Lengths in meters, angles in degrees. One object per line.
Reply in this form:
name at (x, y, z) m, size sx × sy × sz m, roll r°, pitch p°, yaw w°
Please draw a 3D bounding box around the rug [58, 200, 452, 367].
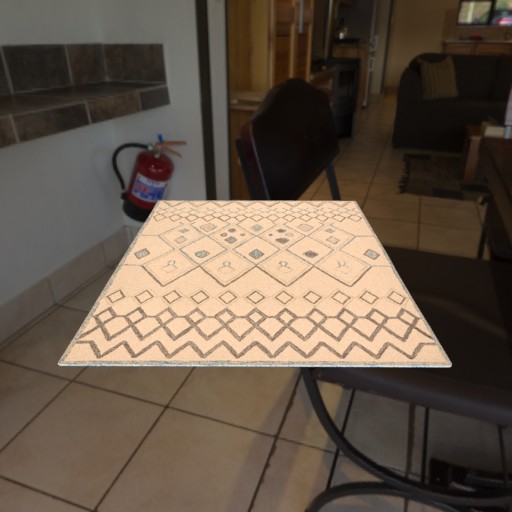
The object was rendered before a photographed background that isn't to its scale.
rug at (0.000, 0.000, 4.100) m, size 2.441 × 0.013 × 3.056 m, roll 0°, pitch 26°, yaw 0°
